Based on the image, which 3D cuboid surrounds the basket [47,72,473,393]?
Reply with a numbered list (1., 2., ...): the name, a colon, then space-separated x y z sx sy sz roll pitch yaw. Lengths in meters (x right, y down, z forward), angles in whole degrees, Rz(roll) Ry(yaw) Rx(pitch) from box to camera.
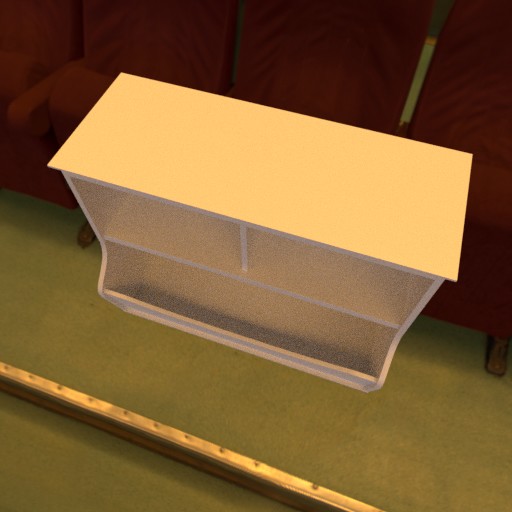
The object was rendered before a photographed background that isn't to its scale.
1. basket: 0.000 0.000 1.133 0.792 0.625 0.376 16 60 10
